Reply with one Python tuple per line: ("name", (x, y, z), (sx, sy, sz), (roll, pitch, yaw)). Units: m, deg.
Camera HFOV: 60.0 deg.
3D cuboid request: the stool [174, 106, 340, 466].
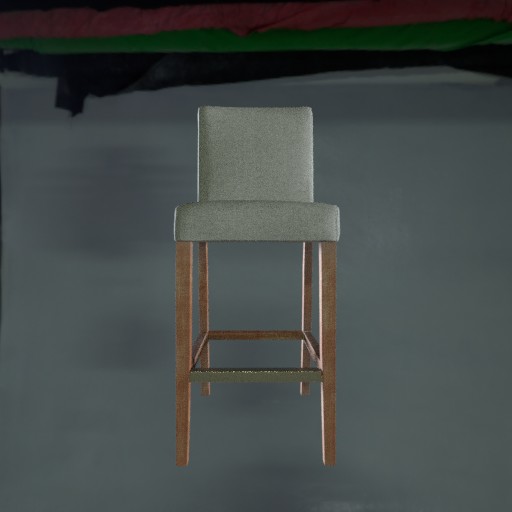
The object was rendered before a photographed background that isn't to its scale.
("stool", (0.000, 0.000, 1.421), (0.439, 1.088, 0.570), (0, 2, 0))
